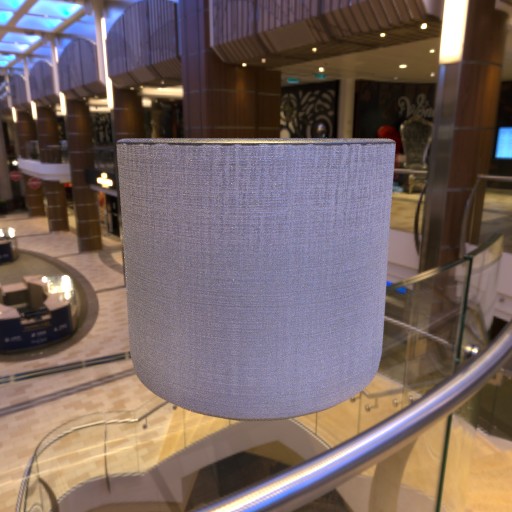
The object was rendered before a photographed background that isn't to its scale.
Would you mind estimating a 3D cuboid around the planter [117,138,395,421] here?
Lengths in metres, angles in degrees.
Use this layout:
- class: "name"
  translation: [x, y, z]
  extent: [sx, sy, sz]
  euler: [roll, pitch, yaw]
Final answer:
- class: "planter"
  translation: [0.000, 0.000, 0.218]
  extent: [0.125, 0.112, 0.125]
  euler: [0, 15, 0]
